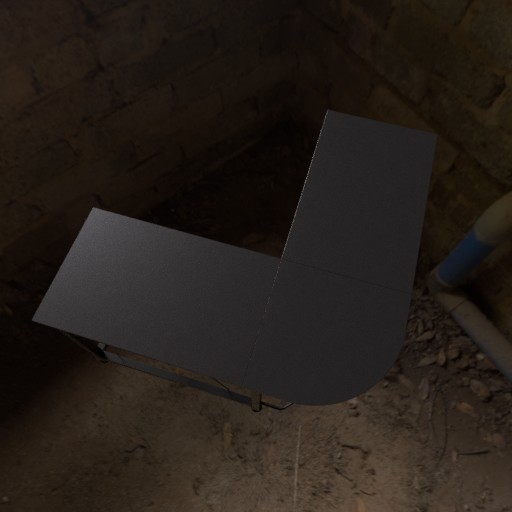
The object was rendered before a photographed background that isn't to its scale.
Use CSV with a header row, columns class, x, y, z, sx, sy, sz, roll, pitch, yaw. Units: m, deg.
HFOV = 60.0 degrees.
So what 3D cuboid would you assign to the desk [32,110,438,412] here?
class,x,y,z,sx,sy,sz,roll,pitch,yaw
desk,0.000,0.000,2.271,1.400,0.762,1.400,15,65,7
